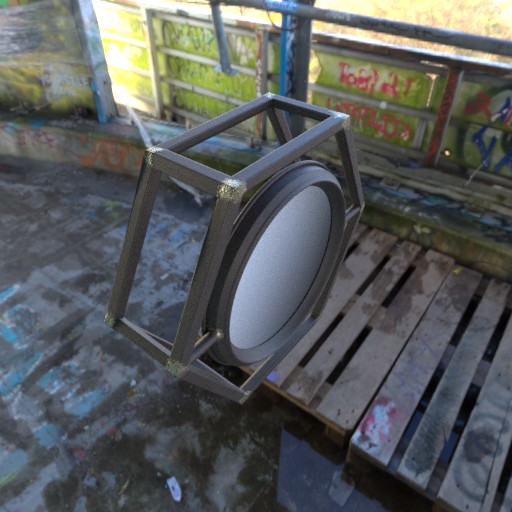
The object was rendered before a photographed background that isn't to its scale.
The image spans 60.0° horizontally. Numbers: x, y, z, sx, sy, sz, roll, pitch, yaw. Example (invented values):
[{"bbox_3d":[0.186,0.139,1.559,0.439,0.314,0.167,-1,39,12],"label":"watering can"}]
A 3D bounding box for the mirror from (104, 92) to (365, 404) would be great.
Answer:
[{"bbox_3d":[0.000,0.000,0.566,0.119,0.334,0.380,27,47,29],"label":"mirror"}]
